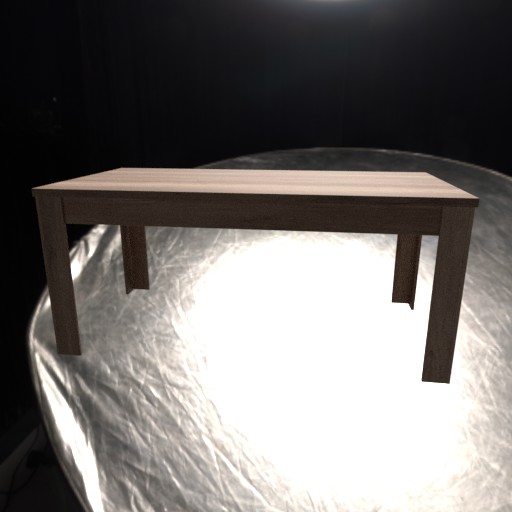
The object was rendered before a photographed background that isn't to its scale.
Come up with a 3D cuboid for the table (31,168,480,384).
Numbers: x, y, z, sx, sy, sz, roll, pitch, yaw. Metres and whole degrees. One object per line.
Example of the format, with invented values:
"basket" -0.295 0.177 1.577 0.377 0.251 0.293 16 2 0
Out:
"table" 0.000 0.000 2.301 1.800 0.790 0.900 2 17 8
